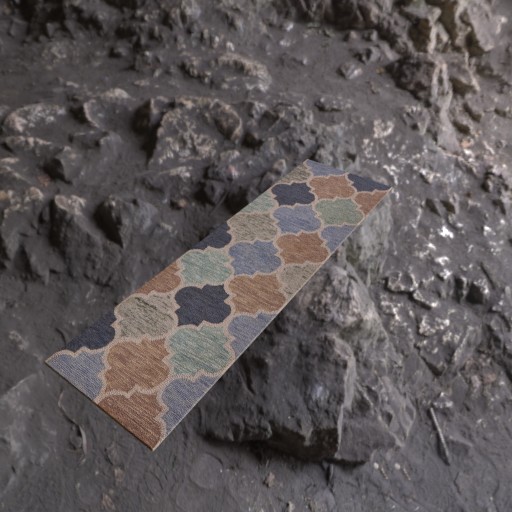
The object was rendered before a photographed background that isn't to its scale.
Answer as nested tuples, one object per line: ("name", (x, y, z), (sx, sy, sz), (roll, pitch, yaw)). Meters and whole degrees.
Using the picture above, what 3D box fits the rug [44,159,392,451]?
("rug", (0.000, 0.000, 2.525), (0.687, 0.011, 2.287), (25, 47, 26))
